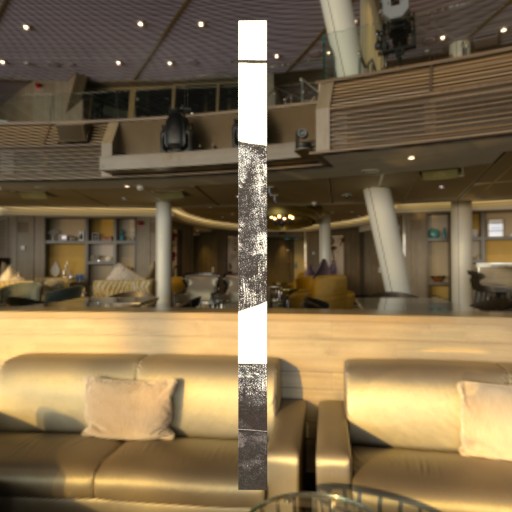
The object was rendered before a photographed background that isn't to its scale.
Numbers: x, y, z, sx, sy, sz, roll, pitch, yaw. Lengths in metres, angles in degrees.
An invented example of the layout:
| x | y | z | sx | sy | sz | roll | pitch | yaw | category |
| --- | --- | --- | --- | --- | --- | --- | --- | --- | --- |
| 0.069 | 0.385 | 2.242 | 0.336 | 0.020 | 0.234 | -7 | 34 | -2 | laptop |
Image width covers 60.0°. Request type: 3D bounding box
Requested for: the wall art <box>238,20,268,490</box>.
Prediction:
| x | y | z | sx | sy | sz | roll | pitch | yaw | category |
| --- | --- | --- | --- | --- | --- | --- | --- | --- | --- |
| 0.000 | 0.000 | 0.778 | 0.039 | 0.610 | 0.407 | 0 | -1 | 1 | wall art |
